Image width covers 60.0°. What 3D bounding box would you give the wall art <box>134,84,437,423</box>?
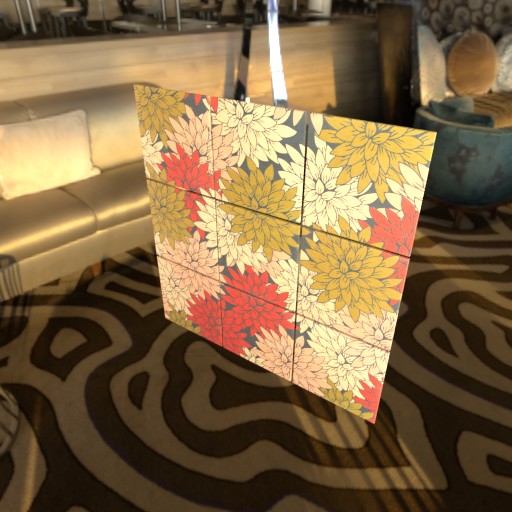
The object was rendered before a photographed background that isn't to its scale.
[{"bbox_3d":[0.000,0.000,2.306,1.519,1.534,0.013,20,37,29],"label":"wall art"}]
